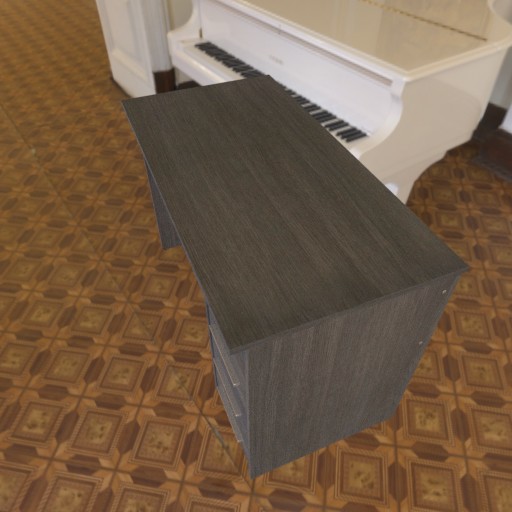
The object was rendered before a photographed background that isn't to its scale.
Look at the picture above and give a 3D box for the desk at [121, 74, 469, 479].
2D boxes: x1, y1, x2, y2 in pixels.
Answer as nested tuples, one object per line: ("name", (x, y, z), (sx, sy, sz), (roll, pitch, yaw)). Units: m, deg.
("desk", (0.000, 0.000, 1.510), (0.560, 0.730, 1.096), (-16, 47, -16))
